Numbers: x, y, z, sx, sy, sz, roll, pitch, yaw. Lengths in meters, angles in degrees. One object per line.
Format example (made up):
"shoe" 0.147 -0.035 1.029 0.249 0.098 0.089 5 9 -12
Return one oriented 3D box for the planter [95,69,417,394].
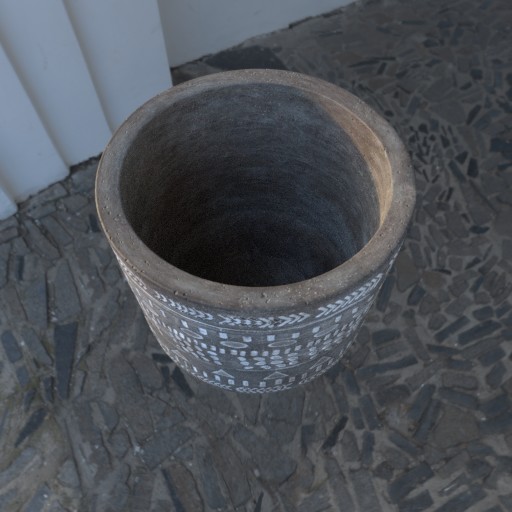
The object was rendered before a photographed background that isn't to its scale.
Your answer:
"planter" 0.000 0.000 0.222 0.122 0.128 0.122 0 58 0
